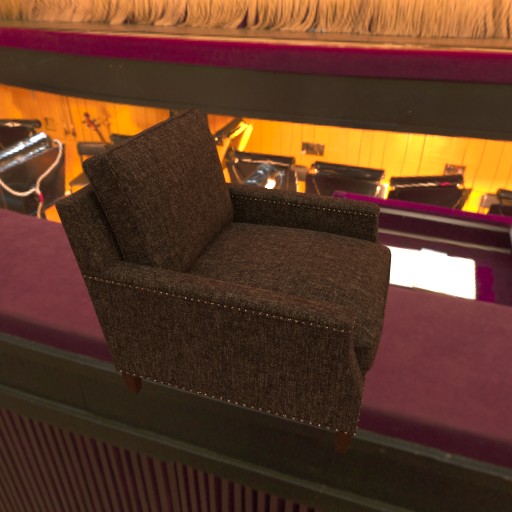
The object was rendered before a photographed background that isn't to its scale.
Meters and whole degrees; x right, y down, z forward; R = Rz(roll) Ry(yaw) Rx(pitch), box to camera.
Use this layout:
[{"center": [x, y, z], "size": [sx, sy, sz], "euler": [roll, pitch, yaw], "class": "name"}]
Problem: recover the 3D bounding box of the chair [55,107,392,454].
[{"center": [0.000, 0.000, 1.712], "size": [1.014, 0.943, 0.853], "euler": [10, 33, 16], "class": "chair"}]
